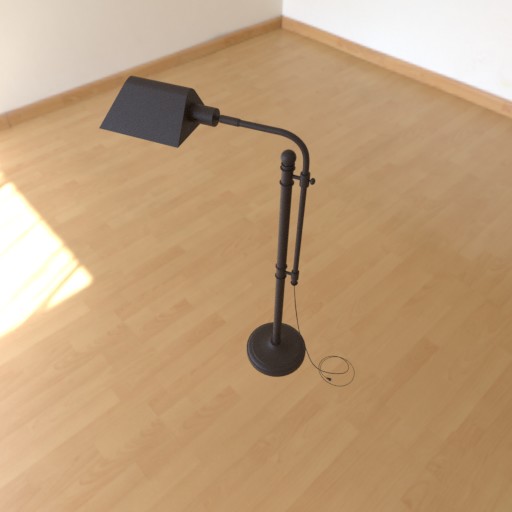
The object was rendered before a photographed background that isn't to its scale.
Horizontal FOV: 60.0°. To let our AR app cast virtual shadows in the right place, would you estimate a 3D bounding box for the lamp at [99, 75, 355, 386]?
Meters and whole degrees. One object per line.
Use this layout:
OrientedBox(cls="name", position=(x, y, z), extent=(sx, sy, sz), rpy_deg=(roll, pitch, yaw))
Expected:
OrientedBox(cls="lamp", position=(0.000, 0.000, 0.951), extent=(0.545, 0.708, 0.159), rpy_deg=(17, 50, 15))
